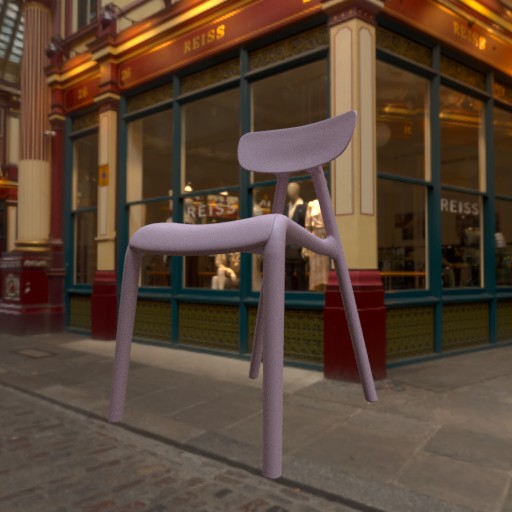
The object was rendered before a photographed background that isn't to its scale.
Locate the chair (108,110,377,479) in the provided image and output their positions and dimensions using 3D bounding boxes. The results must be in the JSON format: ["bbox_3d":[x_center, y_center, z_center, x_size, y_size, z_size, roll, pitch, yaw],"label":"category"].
[{"bbox_3d":[0.000,0.000,0.830,0.356,0.580,0.401,-1,-1,37],"label":"chair"}]
